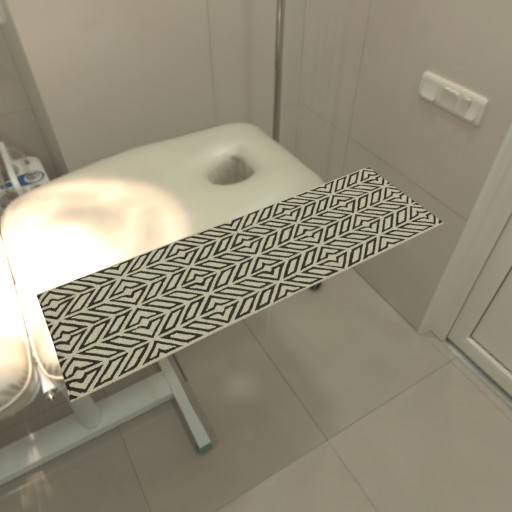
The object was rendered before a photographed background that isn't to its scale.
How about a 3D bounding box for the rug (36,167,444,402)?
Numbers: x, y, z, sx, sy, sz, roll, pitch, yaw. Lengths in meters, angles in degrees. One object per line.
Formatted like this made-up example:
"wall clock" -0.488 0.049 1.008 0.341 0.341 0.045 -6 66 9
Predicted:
"rug" 0.000 0.000 2.703 2.435 0.009 0.750 -23 50 -21
